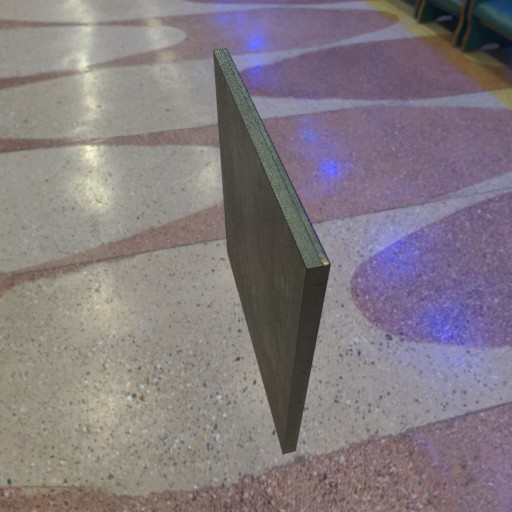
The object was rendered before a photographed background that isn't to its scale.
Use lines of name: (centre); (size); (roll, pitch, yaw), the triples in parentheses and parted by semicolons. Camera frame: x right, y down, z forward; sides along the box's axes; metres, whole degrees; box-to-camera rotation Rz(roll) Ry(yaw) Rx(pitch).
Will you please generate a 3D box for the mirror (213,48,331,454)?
mirror: (0.000, 0.000, 0.582); (0.020, 0.381, 0.382); (-10, 48, -9)
